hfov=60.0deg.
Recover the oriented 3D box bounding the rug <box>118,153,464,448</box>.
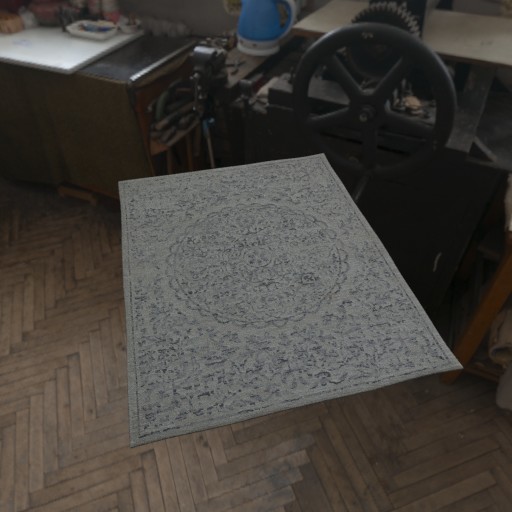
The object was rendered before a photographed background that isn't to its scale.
[{"bbox_3d":[0.000,0.000,3.975,2.343,0.026,2.925,-10,46,-10],"label":"rug"}]
